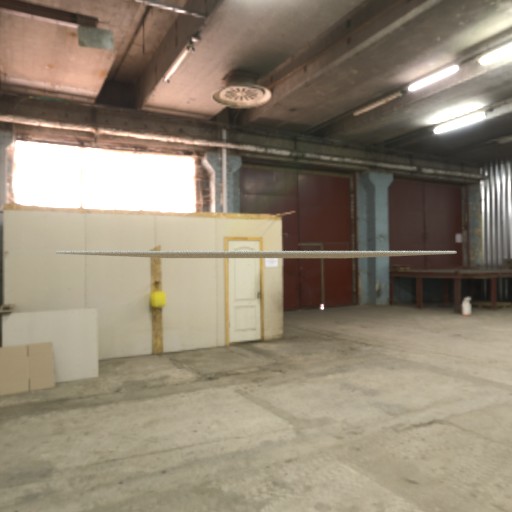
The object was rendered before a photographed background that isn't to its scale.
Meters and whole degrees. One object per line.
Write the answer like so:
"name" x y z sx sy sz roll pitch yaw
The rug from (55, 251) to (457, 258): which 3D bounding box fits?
"rug" 0.000 0.000 2.747 1.533 0.010 2.142 0 -1 0
